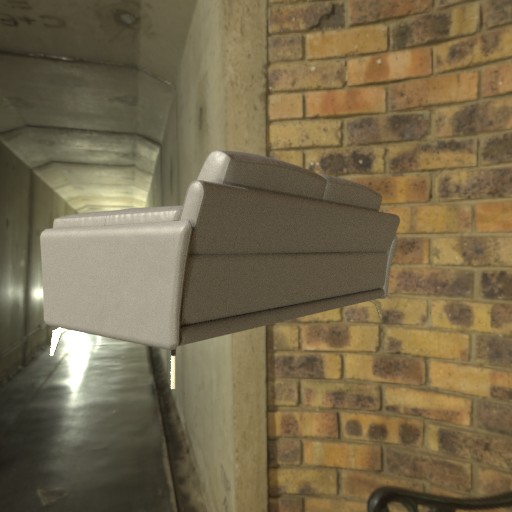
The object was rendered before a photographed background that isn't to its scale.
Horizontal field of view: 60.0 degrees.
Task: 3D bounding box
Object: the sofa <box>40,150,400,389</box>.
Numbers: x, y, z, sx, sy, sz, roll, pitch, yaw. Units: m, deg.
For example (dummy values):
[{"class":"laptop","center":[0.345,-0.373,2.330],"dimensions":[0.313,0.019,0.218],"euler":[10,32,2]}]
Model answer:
[{"class":"sofa","center":[0.000,0.000,2.641],"dimensions":[1.049,0.930,2.101],"euler":[1,1,37]}]
